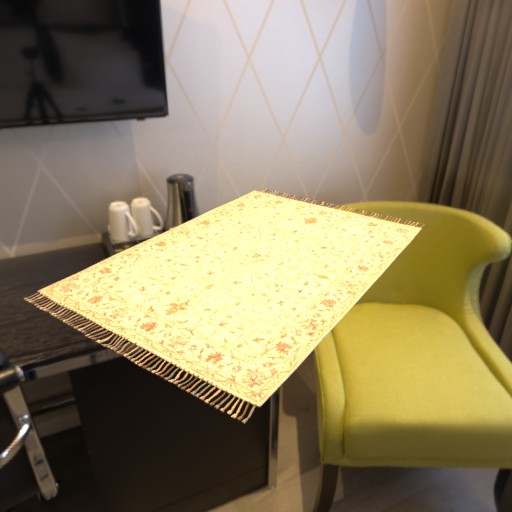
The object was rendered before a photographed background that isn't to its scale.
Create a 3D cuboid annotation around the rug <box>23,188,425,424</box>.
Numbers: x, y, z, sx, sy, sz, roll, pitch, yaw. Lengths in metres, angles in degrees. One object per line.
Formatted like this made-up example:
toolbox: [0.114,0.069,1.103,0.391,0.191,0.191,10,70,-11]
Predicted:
rug: [0.000,0.000,2.308,1.218,0.017,1.861,18,32,31]
